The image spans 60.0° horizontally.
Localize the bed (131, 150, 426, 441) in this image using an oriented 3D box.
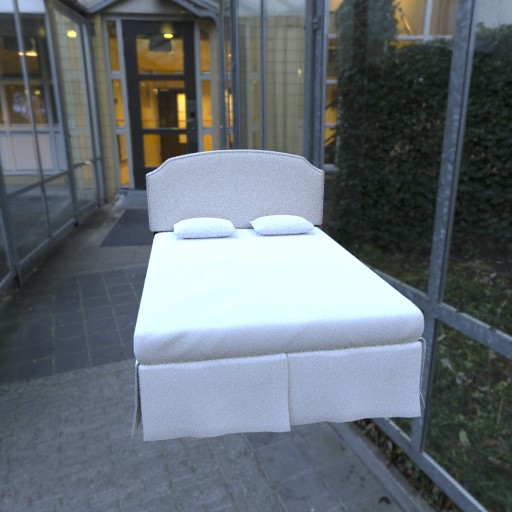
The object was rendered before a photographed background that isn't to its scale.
[{"bbox_3d":[0.000,0.000,2.999,1.558,1.270,1.999,-3,18,-9],"label":"bed"}]
